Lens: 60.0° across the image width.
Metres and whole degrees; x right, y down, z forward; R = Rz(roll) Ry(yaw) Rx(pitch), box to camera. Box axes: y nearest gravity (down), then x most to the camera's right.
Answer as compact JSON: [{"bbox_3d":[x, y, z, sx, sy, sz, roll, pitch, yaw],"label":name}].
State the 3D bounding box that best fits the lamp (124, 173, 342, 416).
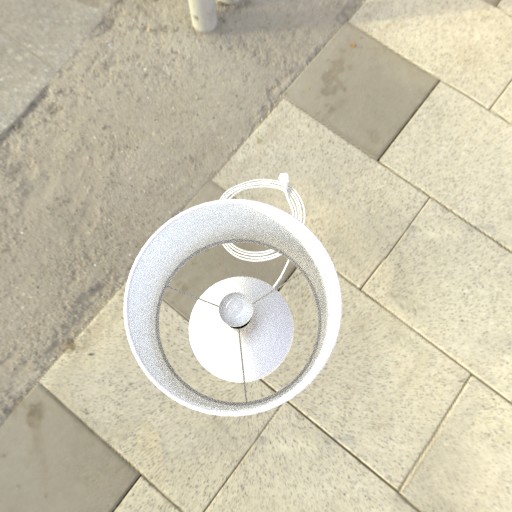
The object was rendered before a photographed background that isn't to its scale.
[{"bbox_3d":[0.000,0.000,0.868,0.401,0.457,0.546,35,78,9],"label":"lamp"}]
